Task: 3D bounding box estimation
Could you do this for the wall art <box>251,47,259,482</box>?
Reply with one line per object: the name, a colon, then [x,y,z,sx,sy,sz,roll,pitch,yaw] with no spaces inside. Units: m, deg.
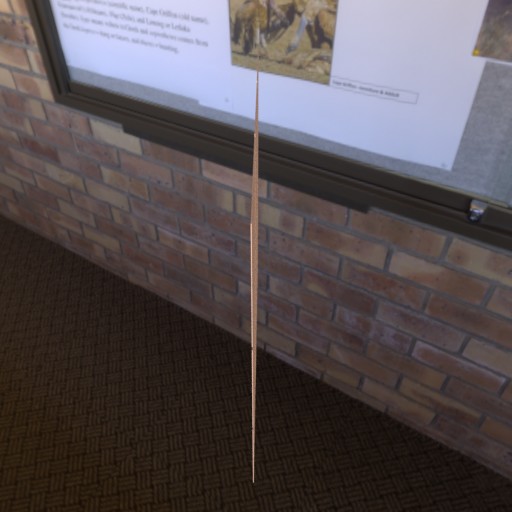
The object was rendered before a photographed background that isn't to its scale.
wall art: [0.000,0.000,2.172,0.002,1.505,1.517,1,40,1]
